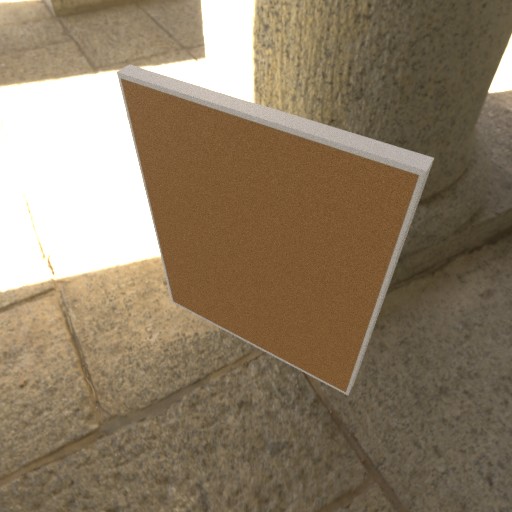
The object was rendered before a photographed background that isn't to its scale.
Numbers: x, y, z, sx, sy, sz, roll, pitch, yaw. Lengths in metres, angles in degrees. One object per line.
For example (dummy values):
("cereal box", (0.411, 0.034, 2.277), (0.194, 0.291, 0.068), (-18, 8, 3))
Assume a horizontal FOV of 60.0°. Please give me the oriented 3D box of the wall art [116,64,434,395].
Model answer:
("wall art", (0.000, 0.000, 0.761), (0.443, 0.549, 0.030), (24, 52, 20))
